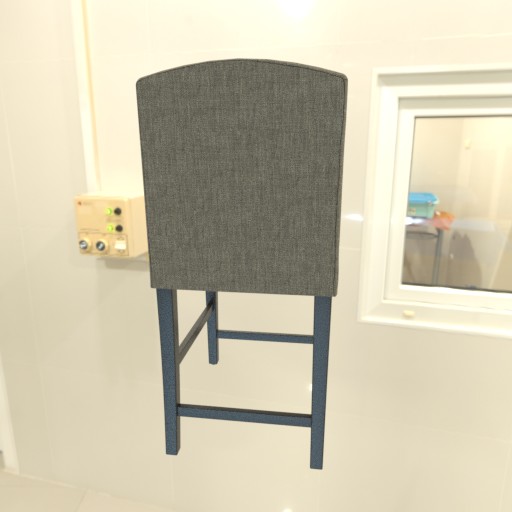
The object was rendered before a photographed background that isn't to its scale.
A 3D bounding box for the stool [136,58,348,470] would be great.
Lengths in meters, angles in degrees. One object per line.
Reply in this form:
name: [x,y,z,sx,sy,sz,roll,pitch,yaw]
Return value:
stool: [0.000,0.000,1.271,0.451,0.966,0.552,2,15,8]
